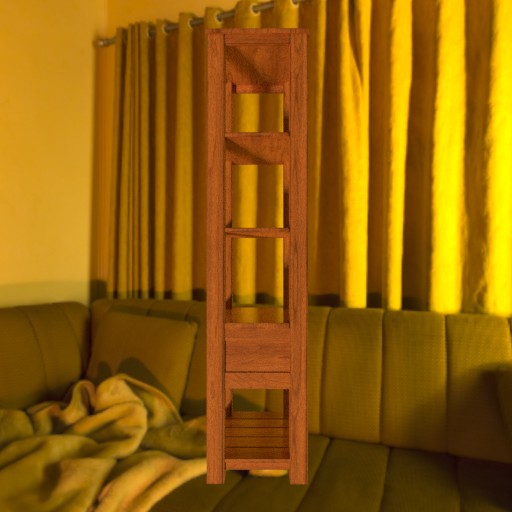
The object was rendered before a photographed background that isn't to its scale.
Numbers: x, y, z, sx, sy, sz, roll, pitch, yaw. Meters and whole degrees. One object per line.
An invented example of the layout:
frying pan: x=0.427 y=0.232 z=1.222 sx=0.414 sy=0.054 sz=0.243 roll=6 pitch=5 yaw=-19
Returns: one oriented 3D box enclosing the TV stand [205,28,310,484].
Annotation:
TV stand: x=0.000 y=0.000 z=2.054 sx=0.435 sy=1.828 sz=0.565 roll=0 pitch=0 yaw=1
